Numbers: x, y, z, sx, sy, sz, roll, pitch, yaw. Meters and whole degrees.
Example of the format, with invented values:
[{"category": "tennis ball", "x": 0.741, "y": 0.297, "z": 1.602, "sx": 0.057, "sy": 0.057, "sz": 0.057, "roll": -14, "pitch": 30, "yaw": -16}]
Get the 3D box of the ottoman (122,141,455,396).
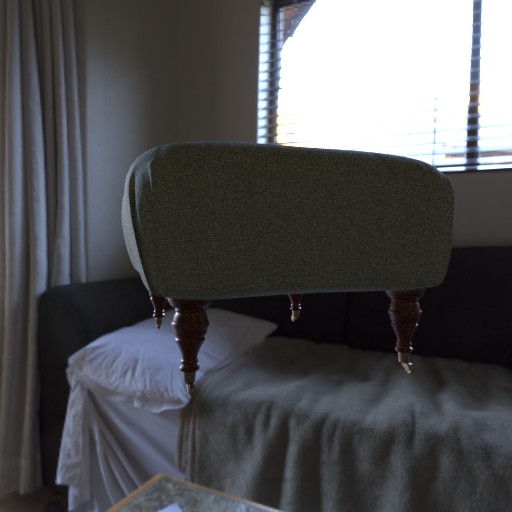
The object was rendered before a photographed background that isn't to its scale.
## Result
[{"category": "ottoman", "x": 0.000, "y": 0.000, "z": 1.085, "sx": 0.622, "sy": 0.450, "sz": 0.747, "roll": -1, "pitch": 2, "yaw": -17}]
